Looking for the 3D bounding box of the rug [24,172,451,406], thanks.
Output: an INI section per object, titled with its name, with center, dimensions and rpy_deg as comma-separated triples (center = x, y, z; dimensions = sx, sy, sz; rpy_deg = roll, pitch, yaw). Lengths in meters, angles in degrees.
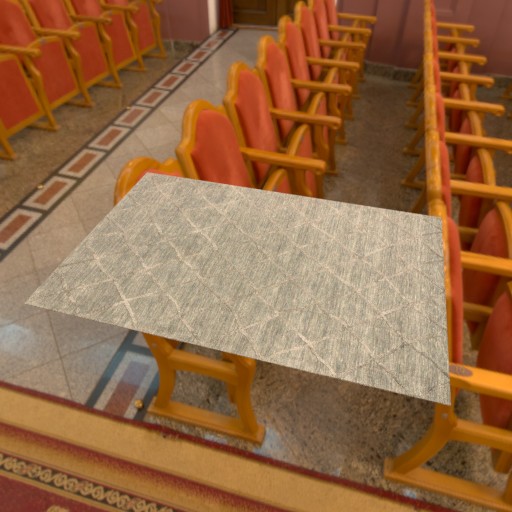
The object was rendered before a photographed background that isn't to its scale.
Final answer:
[rug]
center = 0.000, 0.000, 2.811
dimensions = 2.283, 0.006, 1.521
rpy_deg = 11, 42, 12
